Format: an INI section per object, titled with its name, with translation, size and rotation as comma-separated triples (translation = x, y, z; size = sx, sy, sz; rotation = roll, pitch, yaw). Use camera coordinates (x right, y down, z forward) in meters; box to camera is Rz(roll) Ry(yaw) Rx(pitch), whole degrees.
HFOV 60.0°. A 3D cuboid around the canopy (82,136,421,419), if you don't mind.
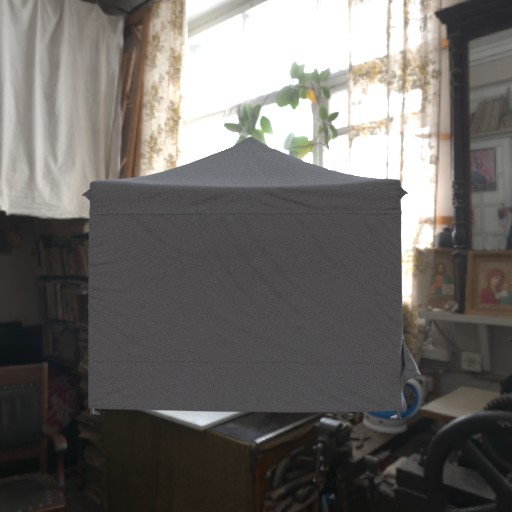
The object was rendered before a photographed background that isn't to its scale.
[canopy]
translation = 0.000, 0.000, 5.570
size = 3.121, 2.997, 3.043
rotation = 0, 0, 2
